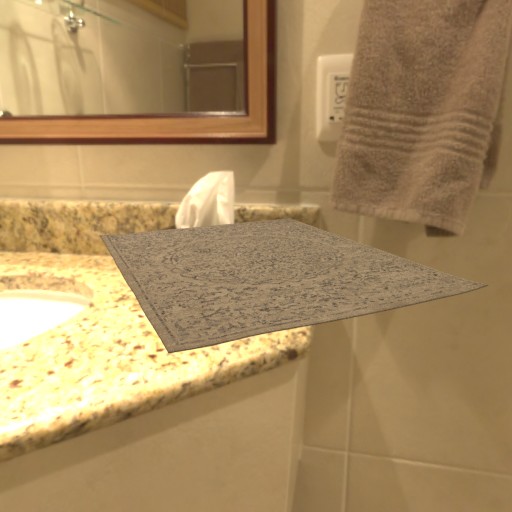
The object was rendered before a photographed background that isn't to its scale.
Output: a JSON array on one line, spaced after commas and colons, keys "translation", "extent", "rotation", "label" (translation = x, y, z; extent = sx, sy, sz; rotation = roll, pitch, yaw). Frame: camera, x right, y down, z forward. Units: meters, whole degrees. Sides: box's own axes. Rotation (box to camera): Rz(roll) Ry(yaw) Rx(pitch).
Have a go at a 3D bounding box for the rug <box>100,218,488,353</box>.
[{"translation": [0.000, 0.000, 3.971], "extent": [2.343, 0.026, 2.925], "rotation": [-7, 17, -24], "label": "rug"}]
